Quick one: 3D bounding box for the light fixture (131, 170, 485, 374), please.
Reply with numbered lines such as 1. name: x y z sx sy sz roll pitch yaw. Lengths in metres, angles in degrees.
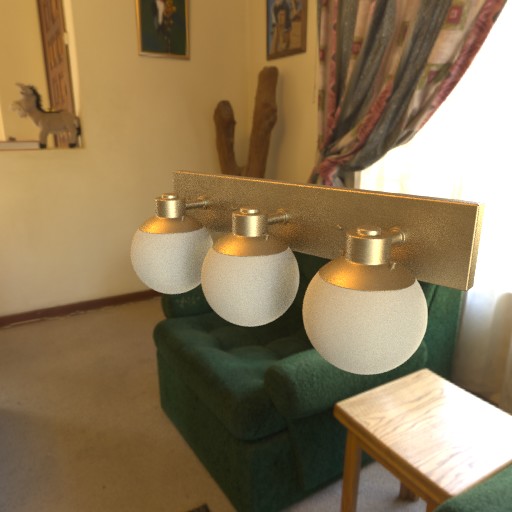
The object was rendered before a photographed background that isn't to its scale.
1. light fixture: 0.000 0.000 0.847 0.721 0.263 0.218 15 22 41
